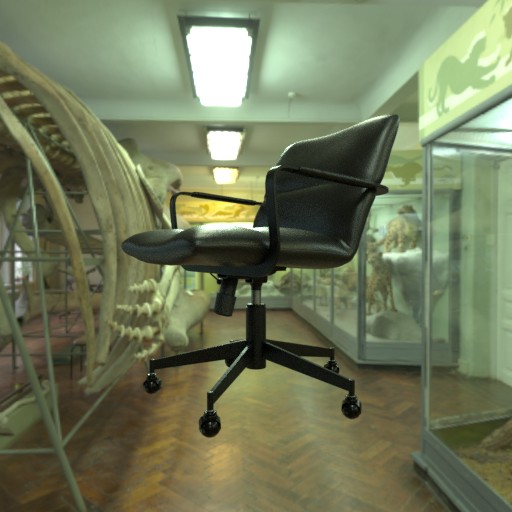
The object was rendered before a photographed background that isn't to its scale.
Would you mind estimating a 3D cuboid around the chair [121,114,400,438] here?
[{"bbox_3d":[0.000,0.000,1.462,0.748,0.922,0.719,0,1,-34],"label":"chair"}]
